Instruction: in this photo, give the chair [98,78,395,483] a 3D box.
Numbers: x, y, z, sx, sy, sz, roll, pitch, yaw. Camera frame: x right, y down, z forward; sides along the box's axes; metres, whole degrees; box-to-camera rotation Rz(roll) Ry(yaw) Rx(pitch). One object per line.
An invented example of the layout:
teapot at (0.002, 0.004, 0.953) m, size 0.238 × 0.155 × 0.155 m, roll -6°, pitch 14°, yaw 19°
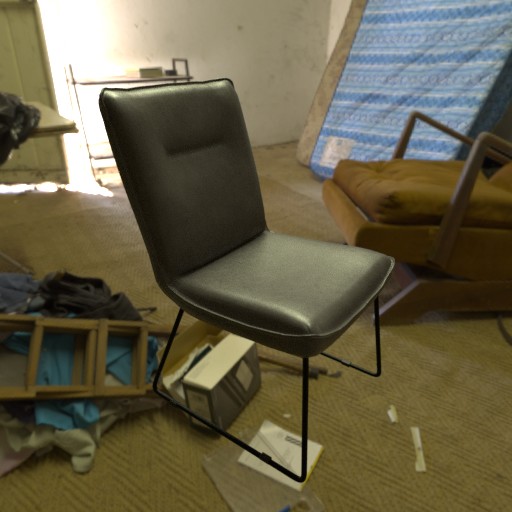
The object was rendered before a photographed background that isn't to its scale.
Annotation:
chair at (0.000, 0.000, 1.304) m, size 0.688 × 0.932 × 0.515 m, roll 18°, pitch 31°, yaw 32°
